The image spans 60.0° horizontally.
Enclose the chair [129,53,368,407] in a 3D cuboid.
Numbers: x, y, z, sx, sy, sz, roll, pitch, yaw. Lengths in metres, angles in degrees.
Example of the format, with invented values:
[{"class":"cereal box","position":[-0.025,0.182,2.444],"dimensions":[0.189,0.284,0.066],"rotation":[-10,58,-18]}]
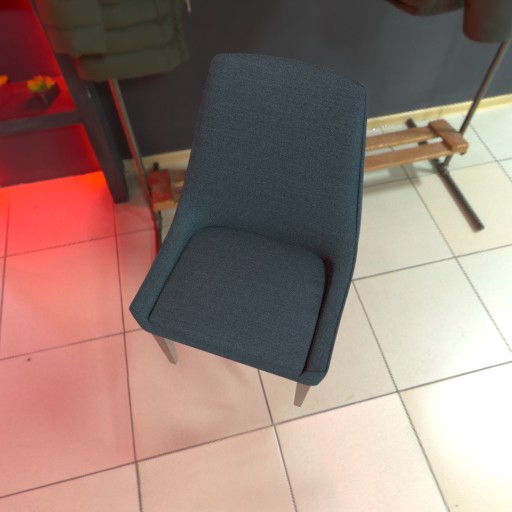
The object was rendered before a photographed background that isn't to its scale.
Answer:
[{"class":"chair","position":[0.000,0.000,1.213],"dimensions":[0.529,0.861,0.544],"rotation":[16,59,10]}]
